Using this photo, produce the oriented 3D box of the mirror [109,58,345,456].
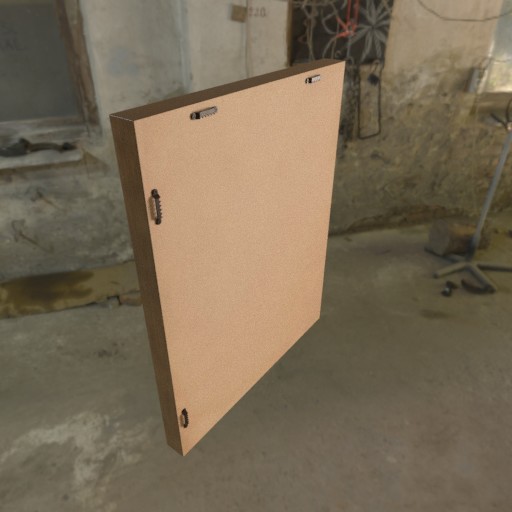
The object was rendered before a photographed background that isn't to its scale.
[{"bbox_3d":[0.000,0.000,0.681,0.041,0.509,0.406,22,39,31],"label":"mirror"}]
